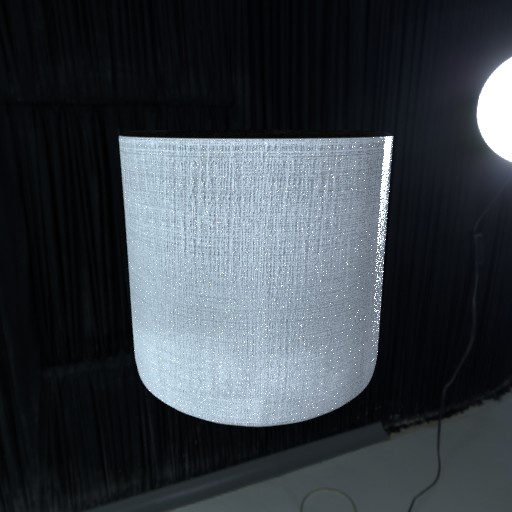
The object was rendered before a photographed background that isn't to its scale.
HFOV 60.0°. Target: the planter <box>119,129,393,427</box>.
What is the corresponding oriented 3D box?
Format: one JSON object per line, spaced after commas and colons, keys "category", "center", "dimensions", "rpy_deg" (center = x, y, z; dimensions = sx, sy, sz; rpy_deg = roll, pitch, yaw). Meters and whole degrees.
{"category": "planter", "center": [0.000, 0.000, 0.286], "dimensions": [0.160, 0.156, 0.160], "rpy_deg": [0, 17, 0]}
